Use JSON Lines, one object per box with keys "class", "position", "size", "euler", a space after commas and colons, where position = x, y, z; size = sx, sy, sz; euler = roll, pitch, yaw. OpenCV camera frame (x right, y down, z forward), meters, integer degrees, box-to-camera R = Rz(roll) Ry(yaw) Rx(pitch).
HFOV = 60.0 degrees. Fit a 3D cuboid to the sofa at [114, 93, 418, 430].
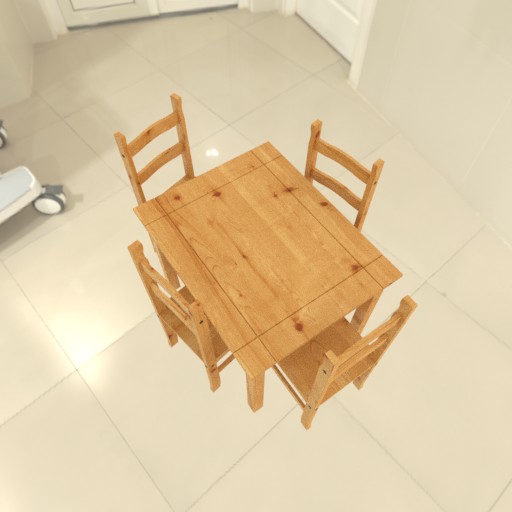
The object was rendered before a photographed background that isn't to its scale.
{"class": "sofa", "position": [0.000, 0.000, 2.269], "size": [1.144, 1.000, 1.529], "euler": [-30, 62, -18]}
